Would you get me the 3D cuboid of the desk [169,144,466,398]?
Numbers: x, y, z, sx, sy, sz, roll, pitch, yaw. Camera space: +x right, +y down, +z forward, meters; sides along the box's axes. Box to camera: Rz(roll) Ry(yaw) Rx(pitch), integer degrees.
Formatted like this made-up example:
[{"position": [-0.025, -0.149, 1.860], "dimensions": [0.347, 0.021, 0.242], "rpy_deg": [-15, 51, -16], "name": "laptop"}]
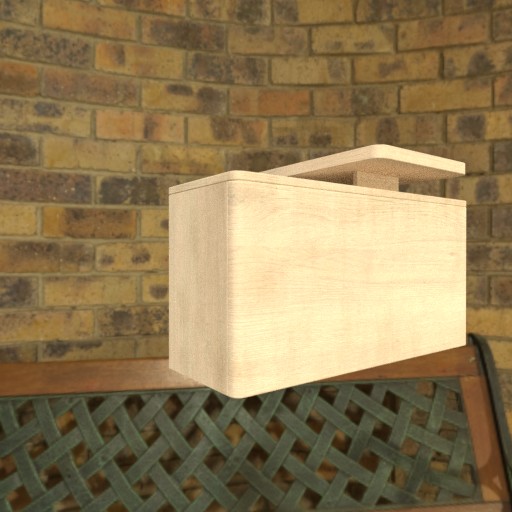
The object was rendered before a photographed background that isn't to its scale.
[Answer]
[{"position": [0.000, 0.000, 2.059], "dimensions": [1.175, 0.770, 1.400], "rpy_deg": [0, 0, -37], "name": "desk"}]
